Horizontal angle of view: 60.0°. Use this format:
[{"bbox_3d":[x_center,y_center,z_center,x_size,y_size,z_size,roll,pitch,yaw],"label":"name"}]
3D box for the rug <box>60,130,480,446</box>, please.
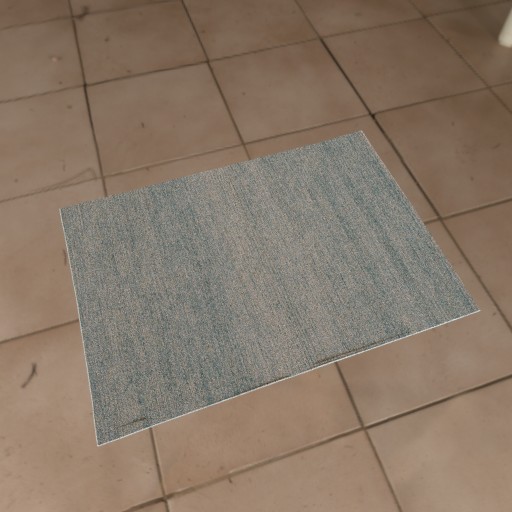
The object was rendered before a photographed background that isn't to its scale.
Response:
[{"bbox_3d":[0.000,0.000,2.851,2.306,0.030,1.613,-17,60,-10],"label":"rug"}]
